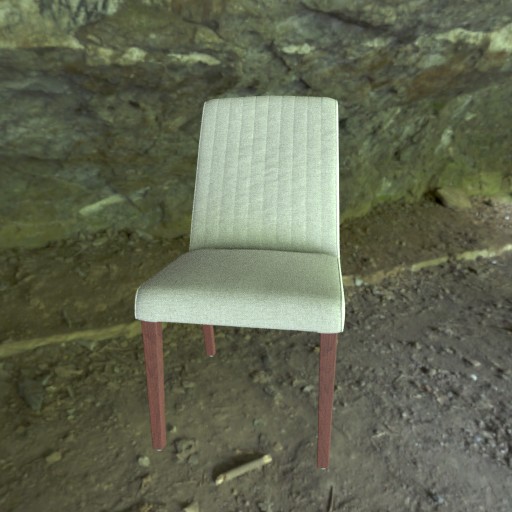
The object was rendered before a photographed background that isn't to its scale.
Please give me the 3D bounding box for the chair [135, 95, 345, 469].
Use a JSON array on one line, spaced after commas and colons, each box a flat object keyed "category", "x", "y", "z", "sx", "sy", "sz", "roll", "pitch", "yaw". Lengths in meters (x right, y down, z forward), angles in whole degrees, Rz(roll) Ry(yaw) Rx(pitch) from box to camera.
[{"category": "chair", "x": 0.000, "y": 0.000, "z": 1.245, "sx": 0.480, "sy": 0.900, "sz": 0.594, "roll": 2, "pitch": 15, "yaw": 9}]
